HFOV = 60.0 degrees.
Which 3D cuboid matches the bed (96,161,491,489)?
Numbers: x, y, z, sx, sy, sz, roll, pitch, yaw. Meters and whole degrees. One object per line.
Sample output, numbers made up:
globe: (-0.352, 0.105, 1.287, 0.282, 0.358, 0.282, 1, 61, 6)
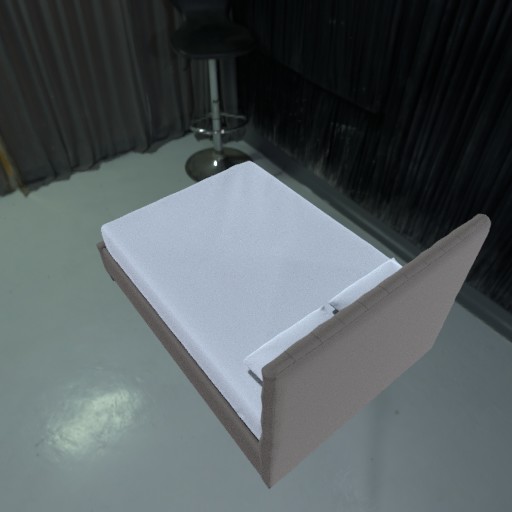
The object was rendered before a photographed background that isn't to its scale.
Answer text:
bed: (0.000, 0.000, 3.361, 1.698, 1.427, 2.387, -29, 52, -26)
